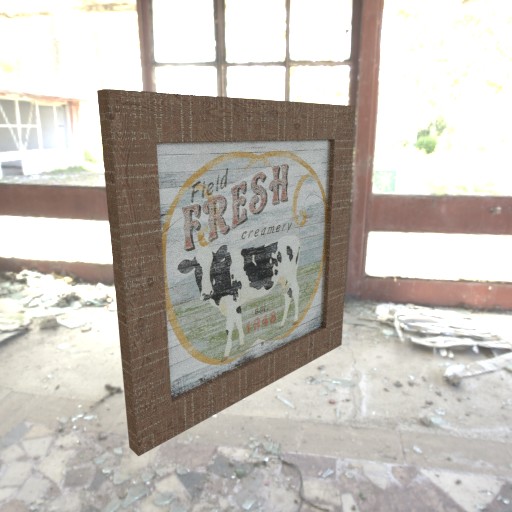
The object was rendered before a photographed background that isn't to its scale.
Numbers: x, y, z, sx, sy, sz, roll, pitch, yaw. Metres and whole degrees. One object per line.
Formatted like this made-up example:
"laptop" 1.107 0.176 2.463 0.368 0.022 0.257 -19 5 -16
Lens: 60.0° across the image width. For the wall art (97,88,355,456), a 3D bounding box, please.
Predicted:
"wall art" 0.000 0.000 0.797 0.531 0.531 0.029 -15 21 -42
